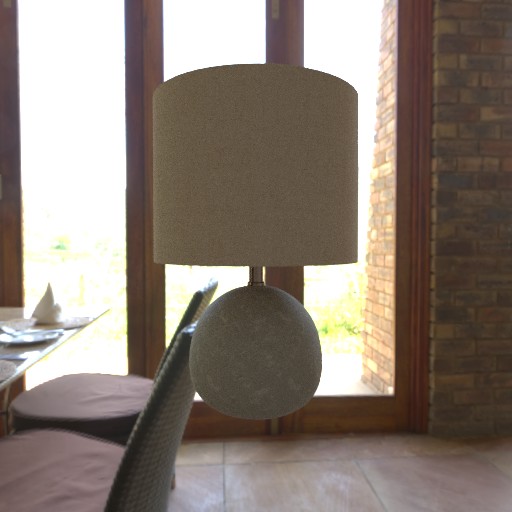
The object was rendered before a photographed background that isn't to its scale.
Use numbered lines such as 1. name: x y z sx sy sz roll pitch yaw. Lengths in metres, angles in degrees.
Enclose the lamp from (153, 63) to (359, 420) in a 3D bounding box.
1. lamp: 0.000 0.000 0.598 0.269 0.409 0.269 0 2 -1
